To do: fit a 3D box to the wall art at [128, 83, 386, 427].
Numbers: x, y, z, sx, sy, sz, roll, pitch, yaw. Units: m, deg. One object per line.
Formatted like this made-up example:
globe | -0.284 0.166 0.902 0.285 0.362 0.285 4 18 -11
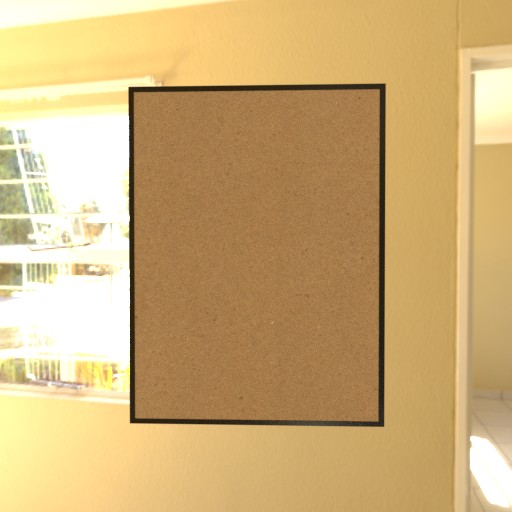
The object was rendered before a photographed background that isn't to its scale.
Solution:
wall art | 0.000 0.000 1.384 0.788 1.046 0.043 0 1 2
